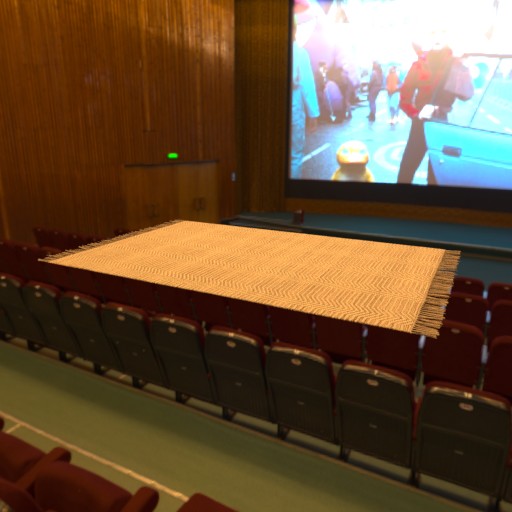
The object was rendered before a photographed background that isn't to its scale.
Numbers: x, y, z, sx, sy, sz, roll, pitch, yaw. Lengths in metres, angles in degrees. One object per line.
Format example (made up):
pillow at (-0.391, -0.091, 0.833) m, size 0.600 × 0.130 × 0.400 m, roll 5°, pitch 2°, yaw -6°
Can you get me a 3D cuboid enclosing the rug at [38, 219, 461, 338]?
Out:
rug at (0.000, 0.000, 2.446) m, size 2.021 × 0.027 × 1.224 m, roll 8°, pitch 18°, yaw 26°
